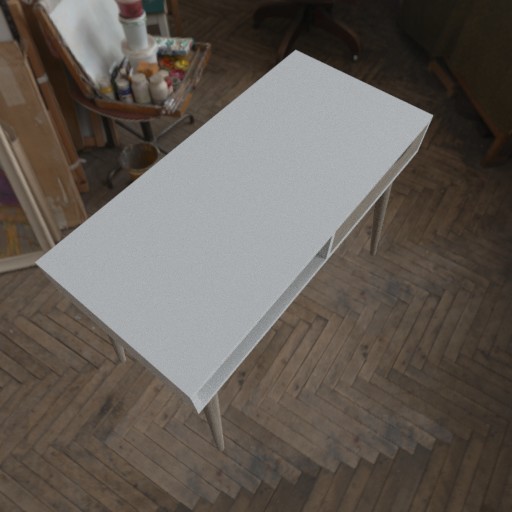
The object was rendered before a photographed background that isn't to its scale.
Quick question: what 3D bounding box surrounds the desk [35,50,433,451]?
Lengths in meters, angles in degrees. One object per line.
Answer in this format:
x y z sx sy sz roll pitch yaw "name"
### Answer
0.000 0.000 1.411 0.491 0.723 0.979 34 65 19 "desk"
